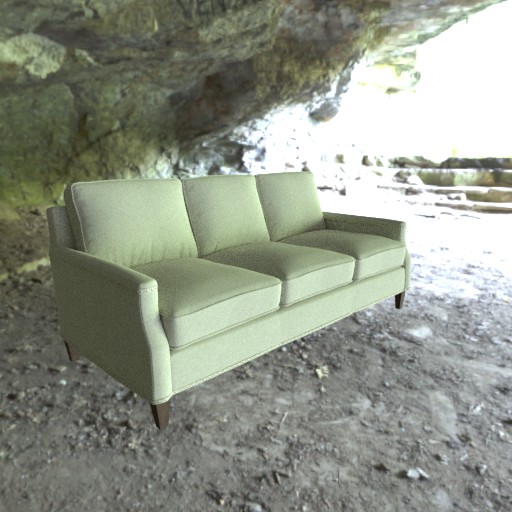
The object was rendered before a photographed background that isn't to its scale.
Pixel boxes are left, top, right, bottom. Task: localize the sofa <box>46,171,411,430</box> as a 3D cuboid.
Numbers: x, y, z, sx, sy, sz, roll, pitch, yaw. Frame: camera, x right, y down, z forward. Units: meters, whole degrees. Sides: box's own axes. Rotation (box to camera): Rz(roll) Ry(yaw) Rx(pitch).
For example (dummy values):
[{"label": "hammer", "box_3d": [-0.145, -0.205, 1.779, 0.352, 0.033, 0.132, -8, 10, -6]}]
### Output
[{"label": "sofa", "box_3d": [0.000, 0.000, 2.844, 2.246, 1.003, 1.084, -13, 18, -44]}]
